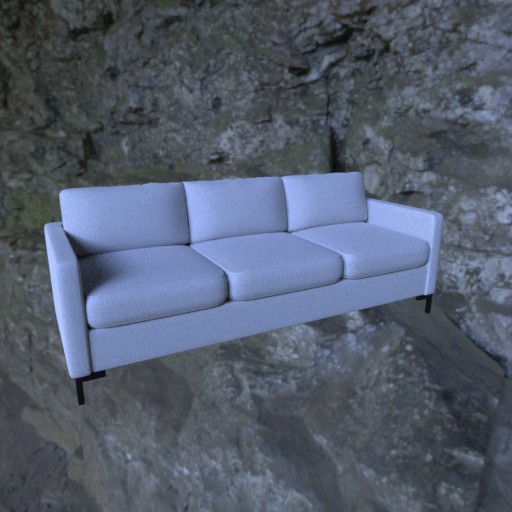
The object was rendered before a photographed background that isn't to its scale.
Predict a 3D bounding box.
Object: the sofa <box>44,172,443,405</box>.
[{"bbox_3d":[0.000,0.000,2.650,2.218,0.874,0.859,-8,18,-26],"label":"sofa"}]
